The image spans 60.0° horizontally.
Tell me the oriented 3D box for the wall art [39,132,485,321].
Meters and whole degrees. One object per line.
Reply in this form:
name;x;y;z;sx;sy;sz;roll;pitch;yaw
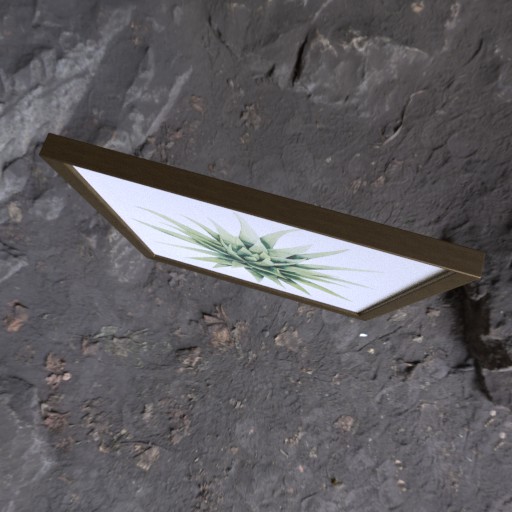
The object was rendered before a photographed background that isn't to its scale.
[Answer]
wall art;0.000;0.000;0.732;0.503;0.506;0.030;16;77;4
